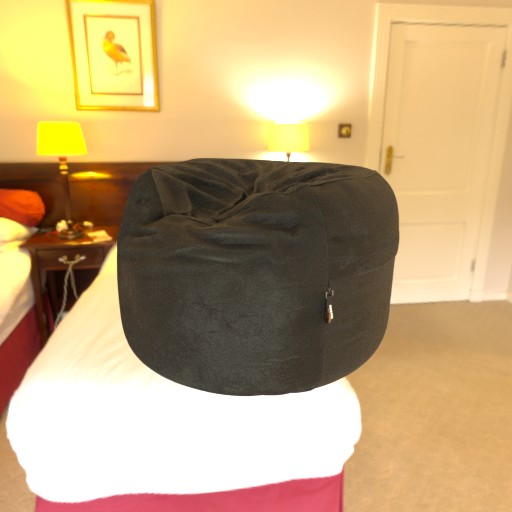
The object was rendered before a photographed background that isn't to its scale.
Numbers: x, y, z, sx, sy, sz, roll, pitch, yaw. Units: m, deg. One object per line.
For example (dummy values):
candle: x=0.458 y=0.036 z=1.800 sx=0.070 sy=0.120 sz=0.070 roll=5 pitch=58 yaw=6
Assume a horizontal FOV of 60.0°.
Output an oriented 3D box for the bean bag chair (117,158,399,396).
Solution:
bean bag chair: x=0.000 y=0.000 z=1.502 sx=0.918 sy=0.605 sz=0.918 roll=0 pitch=17 yaw=0
